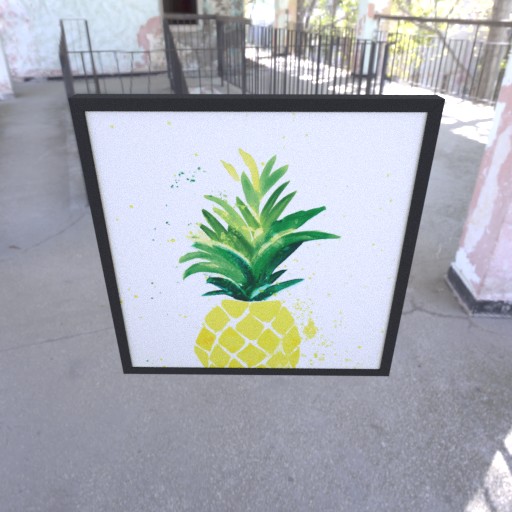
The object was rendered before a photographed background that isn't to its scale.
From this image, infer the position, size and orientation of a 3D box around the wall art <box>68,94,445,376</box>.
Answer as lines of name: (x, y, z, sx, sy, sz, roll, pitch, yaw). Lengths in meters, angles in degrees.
wall art: (0.000, 0.000, 0.737, 0.508, 0.507, 0.033, 0, 30, 1)
